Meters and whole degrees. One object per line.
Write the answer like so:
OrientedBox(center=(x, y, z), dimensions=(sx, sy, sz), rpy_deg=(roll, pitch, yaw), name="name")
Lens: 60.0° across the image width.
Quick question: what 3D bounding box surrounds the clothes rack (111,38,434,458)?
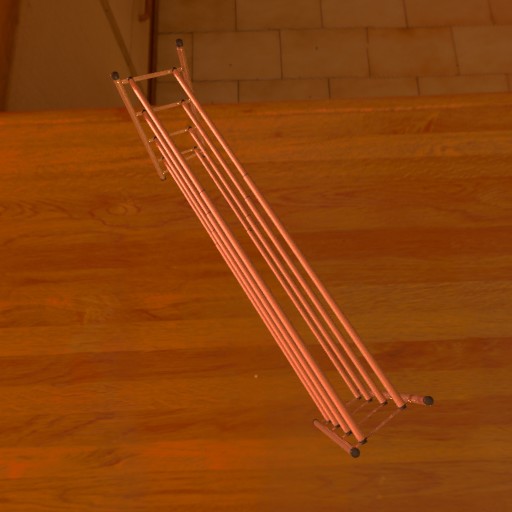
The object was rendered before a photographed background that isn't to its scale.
OrientedBox(center=(0.000, 0.000, 1.437), dimensions=(0.229, 0.672, 1.168), rpy_deg=(-31, 77, -8), name="clothes rack")
